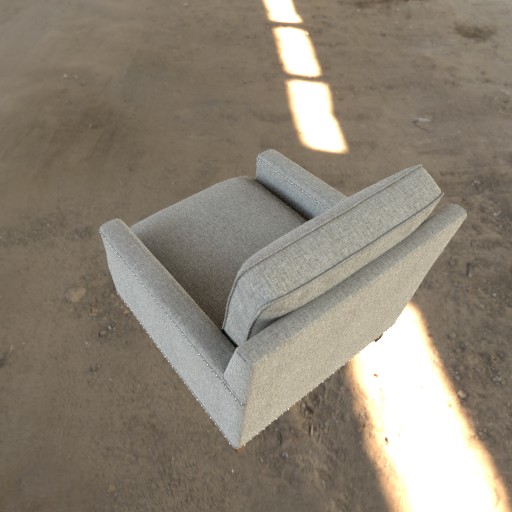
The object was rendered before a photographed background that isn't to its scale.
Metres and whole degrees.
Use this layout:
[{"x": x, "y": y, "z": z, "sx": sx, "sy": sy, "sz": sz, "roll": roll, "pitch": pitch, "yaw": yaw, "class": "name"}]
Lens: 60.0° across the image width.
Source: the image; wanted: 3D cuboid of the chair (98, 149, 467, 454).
[{"x": 0.000, "y": 0.000, "z": 1.669, "sx": 0.853, "sy": 0.943, "sz": 1.014, "roll": -30, "pitch": 53, "yaw": -26, "class": "chair"}]
